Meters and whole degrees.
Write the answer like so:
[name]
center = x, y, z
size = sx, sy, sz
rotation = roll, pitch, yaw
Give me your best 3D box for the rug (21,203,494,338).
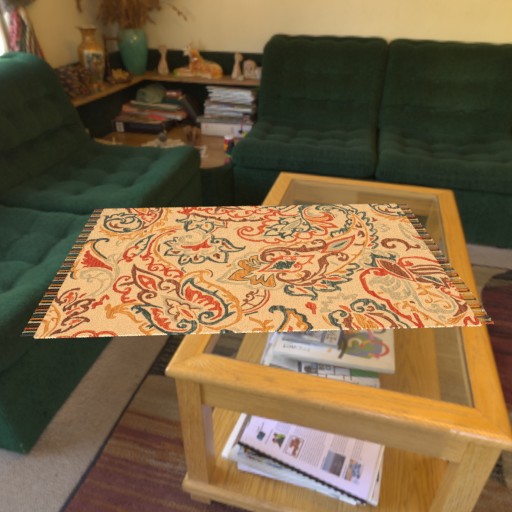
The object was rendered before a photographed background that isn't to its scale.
[rug]
center = 0.000, 0.000, 3.044
size = 2.584, 0.010, 1.523
rotation = -1, 33, -2
